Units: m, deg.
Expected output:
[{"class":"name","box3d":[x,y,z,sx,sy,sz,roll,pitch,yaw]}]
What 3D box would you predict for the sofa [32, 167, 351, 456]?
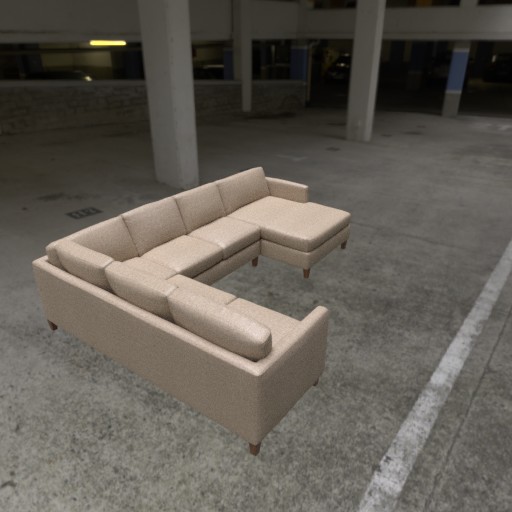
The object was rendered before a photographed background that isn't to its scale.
[{"class":"sofa","box3d":[0.000,0.000,4.681,2.594,0.961,3.460,18,32,32]}]
